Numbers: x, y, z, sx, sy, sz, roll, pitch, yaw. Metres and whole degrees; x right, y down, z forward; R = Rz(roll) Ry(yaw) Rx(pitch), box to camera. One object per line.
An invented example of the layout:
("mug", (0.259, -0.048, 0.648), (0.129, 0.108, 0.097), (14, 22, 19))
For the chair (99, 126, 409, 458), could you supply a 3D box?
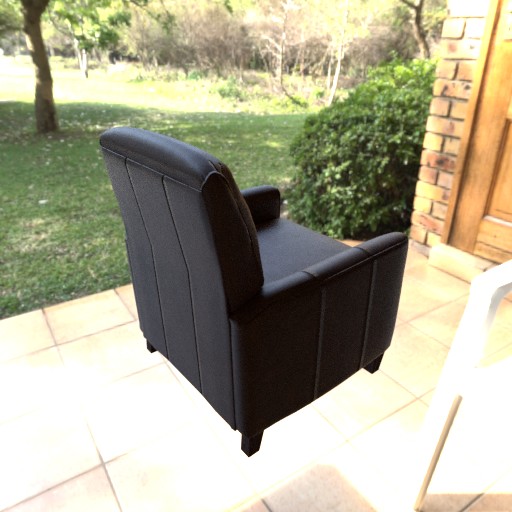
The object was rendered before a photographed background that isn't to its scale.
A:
("chair", (0.000, 0.000, 1.693), (0.850, 1.010, 0.839), (-20, 33, -34))
